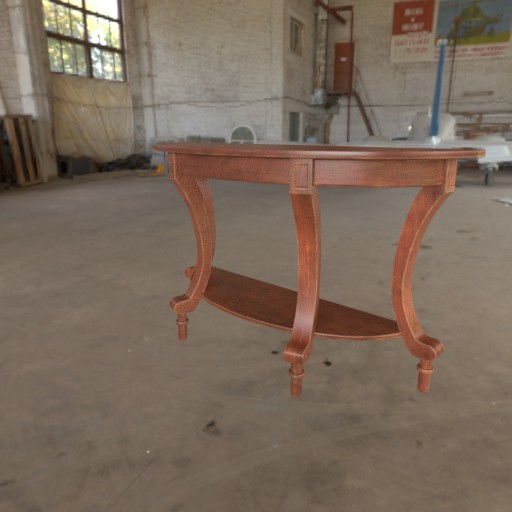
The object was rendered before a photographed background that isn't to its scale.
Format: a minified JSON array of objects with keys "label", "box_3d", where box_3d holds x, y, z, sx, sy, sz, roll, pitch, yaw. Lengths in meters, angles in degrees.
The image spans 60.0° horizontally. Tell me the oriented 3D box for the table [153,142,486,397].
[{"label":"table","box_3d":[0.000,0.000,1.452,1.198,0.699,0.394,14,21,41]}]
